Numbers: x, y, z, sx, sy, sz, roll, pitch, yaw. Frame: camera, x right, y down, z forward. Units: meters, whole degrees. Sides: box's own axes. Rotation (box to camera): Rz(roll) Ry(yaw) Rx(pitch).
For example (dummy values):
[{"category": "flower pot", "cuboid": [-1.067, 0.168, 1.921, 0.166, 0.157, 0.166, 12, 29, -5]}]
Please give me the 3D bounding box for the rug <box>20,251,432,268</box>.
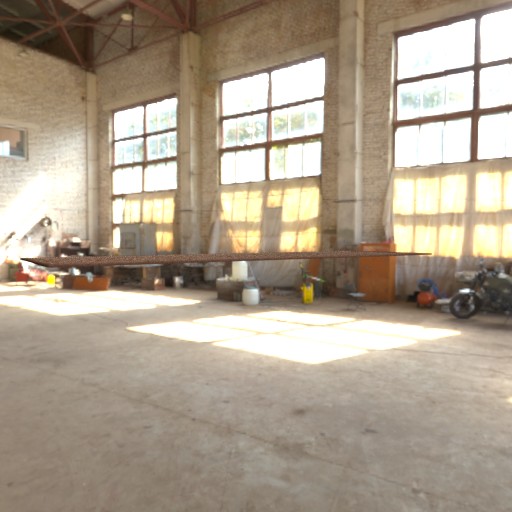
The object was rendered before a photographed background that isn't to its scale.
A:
[{"category": "rug", "cuboid": [0.000, 0.000, 2.676, 2.448, 0.012, 0.769, -2, 3, -35]}]
